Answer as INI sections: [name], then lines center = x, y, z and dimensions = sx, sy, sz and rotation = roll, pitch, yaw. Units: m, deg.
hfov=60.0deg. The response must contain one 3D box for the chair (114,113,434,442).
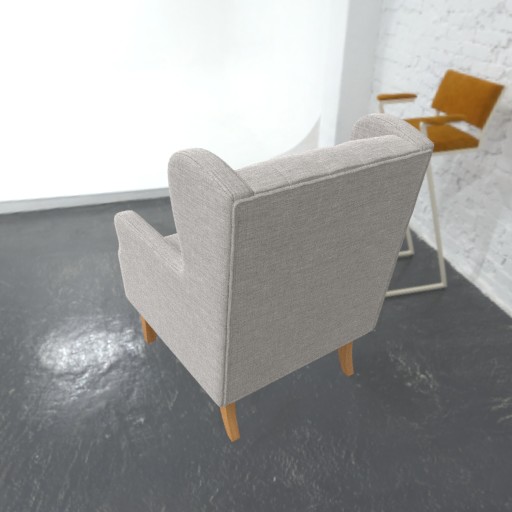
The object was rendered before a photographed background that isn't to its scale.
[chair]
center = 0.000, 0.000, 1.483
dimensions = 0.710, 0.930, 0.760
rotation = -19, 36, -28
